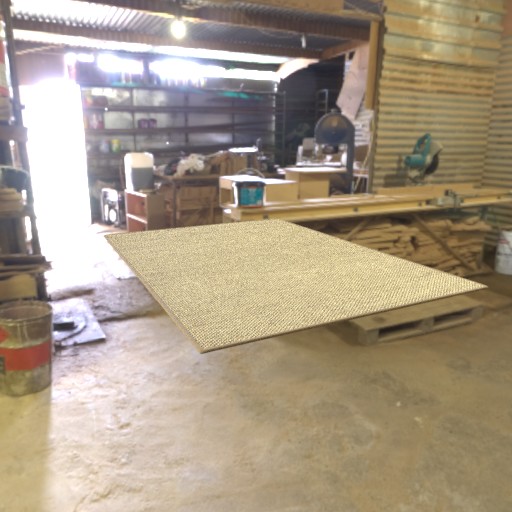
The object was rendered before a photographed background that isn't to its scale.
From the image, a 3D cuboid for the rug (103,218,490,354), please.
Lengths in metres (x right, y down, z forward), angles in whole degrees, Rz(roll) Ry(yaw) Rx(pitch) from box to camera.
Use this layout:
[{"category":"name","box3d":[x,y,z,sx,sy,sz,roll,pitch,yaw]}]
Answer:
[{"category":"rug","box3d":[0.000,0.000,2.759,1.517,0.013,2.115,-8,17,-26]}]
